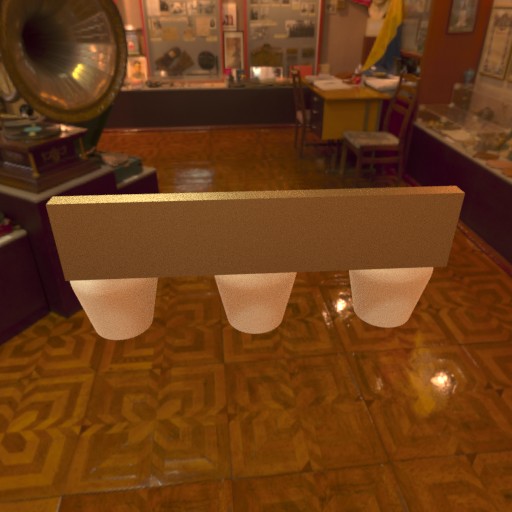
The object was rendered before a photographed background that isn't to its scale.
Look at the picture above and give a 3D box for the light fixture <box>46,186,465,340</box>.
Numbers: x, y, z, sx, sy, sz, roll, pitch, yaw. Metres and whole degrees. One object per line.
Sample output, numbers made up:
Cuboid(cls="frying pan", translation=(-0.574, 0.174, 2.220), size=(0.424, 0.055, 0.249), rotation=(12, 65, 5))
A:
Cuboid(cls="light fixture", translation=(0.000, 0.000, 0.715), size=(0.609, 0.280, 0.190), rotation=(-2, 30, -3))
